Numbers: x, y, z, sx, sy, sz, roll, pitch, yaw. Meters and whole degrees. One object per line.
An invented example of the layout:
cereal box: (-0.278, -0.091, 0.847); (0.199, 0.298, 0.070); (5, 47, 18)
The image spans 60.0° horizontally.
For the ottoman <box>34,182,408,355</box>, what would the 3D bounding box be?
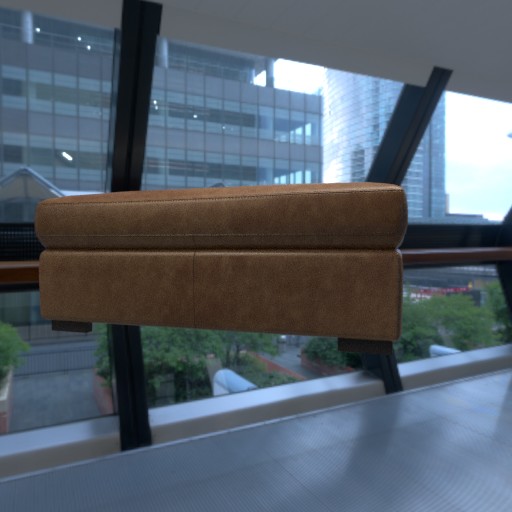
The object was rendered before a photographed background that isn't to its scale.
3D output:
ottoman: (0.000, 0.000, 1.827); (1.168, 0.483, 1.169); (0, 1, 18)
